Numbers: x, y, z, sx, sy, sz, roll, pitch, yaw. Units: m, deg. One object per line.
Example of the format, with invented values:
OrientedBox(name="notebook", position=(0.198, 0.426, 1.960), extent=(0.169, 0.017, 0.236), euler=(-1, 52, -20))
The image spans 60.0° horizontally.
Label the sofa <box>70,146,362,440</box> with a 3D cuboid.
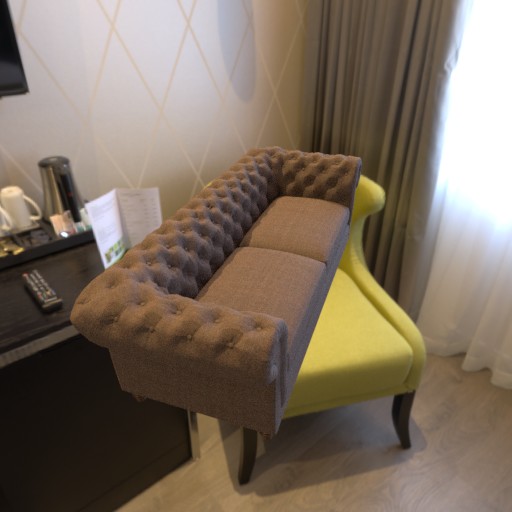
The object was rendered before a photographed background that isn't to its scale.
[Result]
OrientedBox(name="sofa", position=(0.000, 0.000, 2.814), extent=(0.944, 0.787, 2.385), euler=(10, 32, 17))
